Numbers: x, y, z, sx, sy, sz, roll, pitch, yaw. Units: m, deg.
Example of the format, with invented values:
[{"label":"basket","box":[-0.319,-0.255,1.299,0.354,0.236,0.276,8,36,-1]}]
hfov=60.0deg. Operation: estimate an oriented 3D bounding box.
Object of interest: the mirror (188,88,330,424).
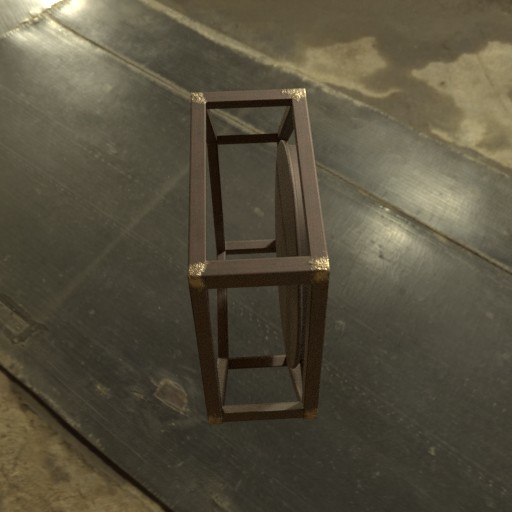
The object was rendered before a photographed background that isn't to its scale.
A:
[{"label":"mirror","box":[0.000,0.000,0.541,0.119,0.334,0.380,-3,64,-1]}]
